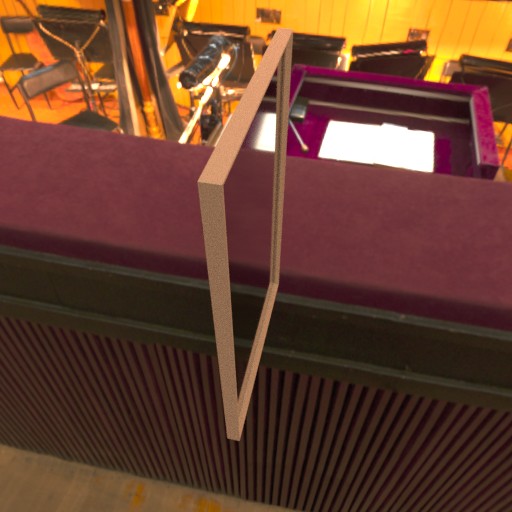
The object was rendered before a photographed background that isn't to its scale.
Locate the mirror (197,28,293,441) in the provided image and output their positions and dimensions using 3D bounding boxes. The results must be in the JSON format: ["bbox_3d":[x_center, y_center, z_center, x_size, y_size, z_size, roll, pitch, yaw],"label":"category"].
[{"bbox_3d":[0.000,0.000,1.158,0.041,0.915,0.609,9,47,9],"label":"mirror"}]
